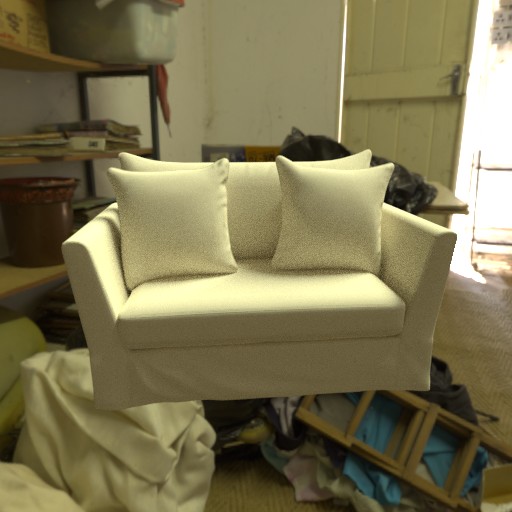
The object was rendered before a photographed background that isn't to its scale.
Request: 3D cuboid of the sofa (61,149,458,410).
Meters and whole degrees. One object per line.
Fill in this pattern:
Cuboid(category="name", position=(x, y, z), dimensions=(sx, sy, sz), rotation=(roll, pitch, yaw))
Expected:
Cuboid(category="sofa", position=(0.000, 0.000, 2.290), dimensions=(1.608, 1.039, 1.026), rotation=(-2, 16, -6))
